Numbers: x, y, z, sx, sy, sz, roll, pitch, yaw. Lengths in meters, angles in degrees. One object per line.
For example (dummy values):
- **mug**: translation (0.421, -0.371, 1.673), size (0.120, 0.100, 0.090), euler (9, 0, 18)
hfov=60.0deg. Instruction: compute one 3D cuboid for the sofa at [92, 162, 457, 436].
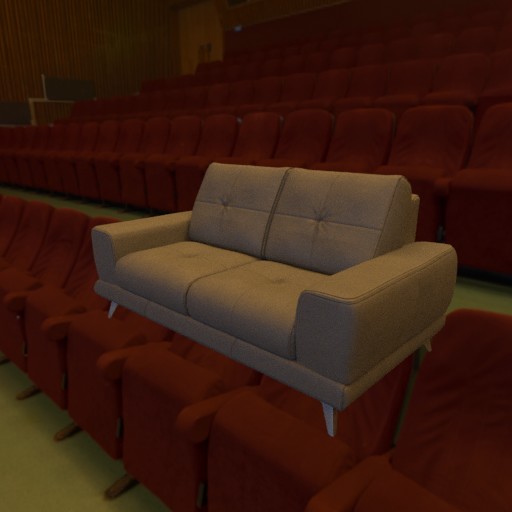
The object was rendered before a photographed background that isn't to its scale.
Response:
- **sofa**: translation (0.000, 0.000, 2.395), size (1.806, 0.907, 1.018), euler (14, 21, 41)
